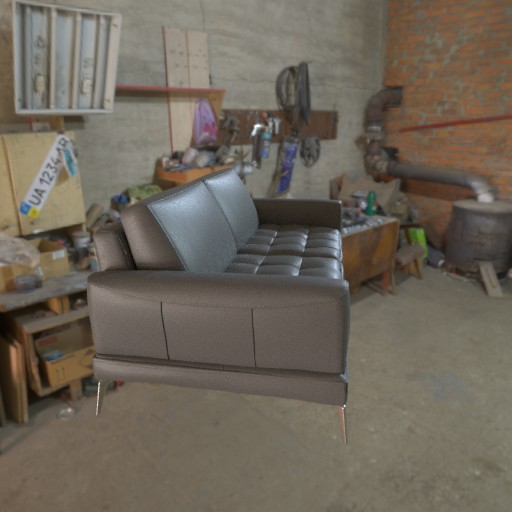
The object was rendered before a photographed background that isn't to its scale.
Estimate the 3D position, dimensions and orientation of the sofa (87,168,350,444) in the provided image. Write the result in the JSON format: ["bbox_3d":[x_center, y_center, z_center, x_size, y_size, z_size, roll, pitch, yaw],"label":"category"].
[{"bbox_3d":[0.000,0.000,2.743,1.121,0.930,2.177,3,17,9],"label":"sofa"}]
